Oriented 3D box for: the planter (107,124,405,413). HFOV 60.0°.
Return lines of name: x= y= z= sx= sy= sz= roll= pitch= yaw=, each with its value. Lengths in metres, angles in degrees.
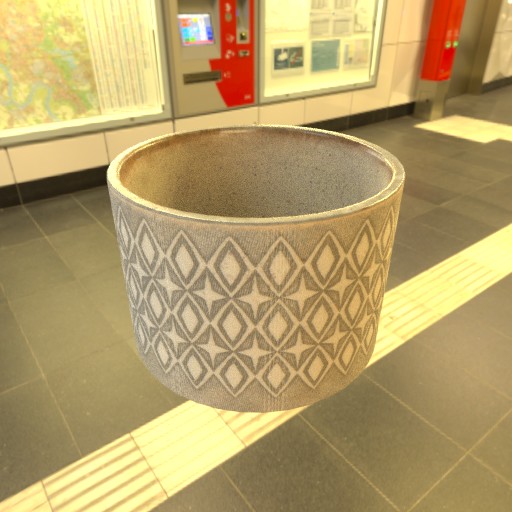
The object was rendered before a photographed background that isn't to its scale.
planter: x=0.000 y=0.000 z=0.323 sx=0.186 sy=0.144 sz=0.186 roll=0 pitch=30 yaw=0
